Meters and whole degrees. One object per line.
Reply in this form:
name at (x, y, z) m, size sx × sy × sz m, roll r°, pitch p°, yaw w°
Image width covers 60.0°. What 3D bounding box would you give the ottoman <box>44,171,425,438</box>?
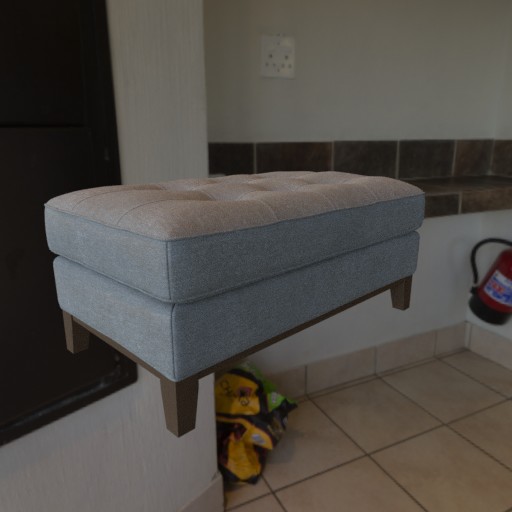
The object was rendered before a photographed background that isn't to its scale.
ottoman at (0.000, 0.000, 1.492) m, size 1.143 × 0.514 × 0.648 m, roll -15°, pitch 21°, yaw -43°
